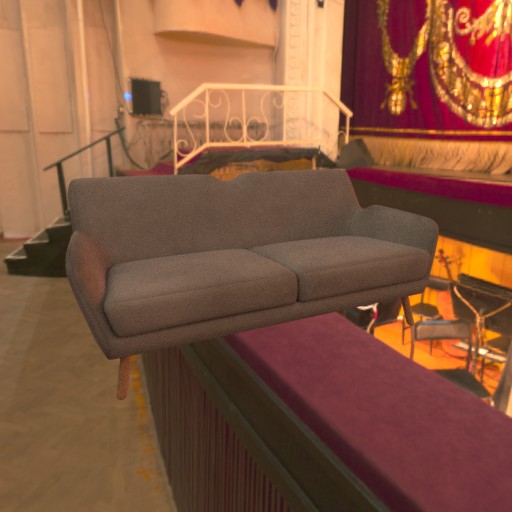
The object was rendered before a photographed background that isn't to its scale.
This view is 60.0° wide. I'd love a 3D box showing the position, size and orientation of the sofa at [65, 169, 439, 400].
[{"bbox_3d":[0.000,0.000,2.316,1.870,0.810,0.850,-8,16,-27],"label":"sofa"}]
